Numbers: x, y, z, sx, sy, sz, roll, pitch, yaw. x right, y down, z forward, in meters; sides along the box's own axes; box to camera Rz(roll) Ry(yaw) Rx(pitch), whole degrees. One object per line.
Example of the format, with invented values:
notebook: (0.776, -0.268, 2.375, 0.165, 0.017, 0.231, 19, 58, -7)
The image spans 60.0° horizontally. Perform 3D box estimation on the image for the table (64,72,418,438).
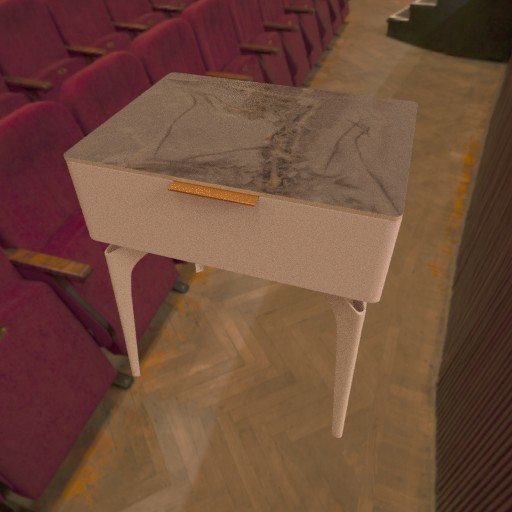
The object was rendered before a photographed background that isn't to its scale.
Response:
table: (0.000, 0.000, 0.925, 0.500, 0.570, 0.400, 12, 43, 13)
